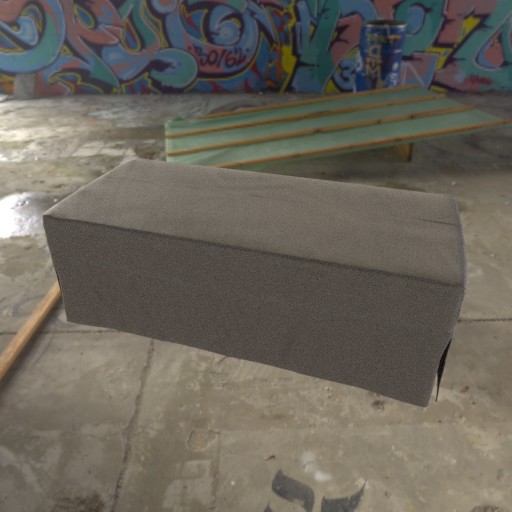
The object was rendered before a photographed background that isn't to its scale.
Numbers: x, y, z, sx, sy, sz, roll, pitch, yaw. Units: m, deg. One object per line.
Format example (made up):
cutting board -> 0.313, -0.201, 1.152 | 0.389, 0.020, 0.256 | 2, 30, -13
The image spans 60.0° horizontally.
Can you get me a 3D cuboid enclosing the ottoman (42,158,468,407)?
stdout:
ottoman -> 0.000, 0.000, 1.664 | 1.388, 0.457, 0.665 | 10, 33, 15
